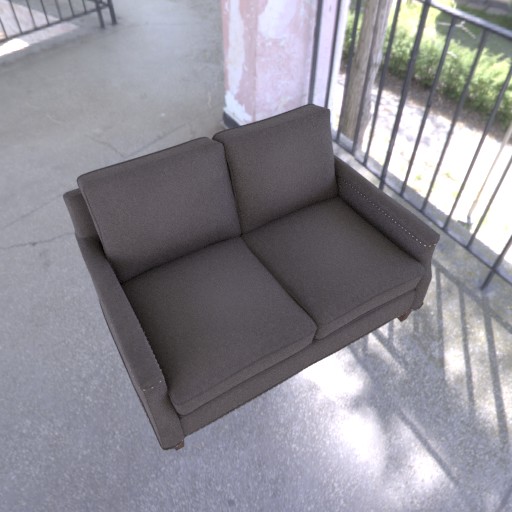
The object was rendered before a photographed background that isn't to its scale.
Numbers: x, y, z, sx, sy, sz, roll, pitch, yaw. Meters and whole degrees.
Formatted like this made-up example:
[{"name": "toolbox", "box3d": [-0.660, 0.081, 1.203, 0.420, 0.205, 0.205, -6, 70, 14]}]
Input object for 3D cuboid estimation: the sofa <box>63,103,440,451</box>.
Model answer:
[{"name": "sofa", "box3d": [0.000, 0.000, 2.293, 1.597, 1.003, 1.084, -23, 51, -21]}]
